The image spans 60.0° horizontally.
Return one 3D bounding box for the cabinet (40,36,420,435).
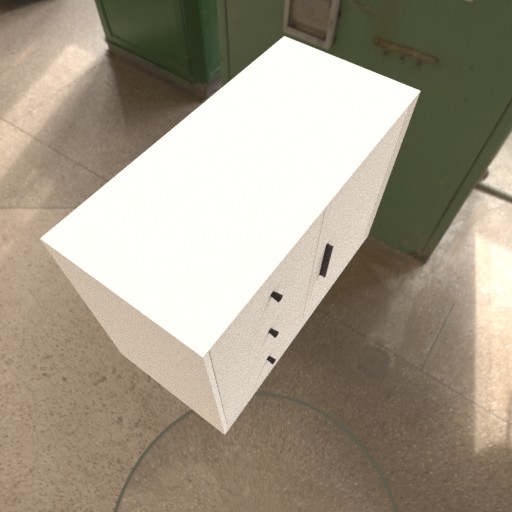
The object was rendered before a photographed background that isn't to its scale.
[{"bbox_3d":[0.000,0.000,1.241,0.398,0.761,0.800,31,62,19],"label":"cabinet"}]
